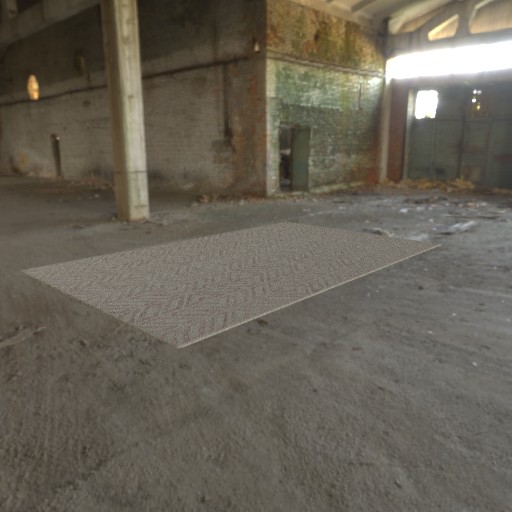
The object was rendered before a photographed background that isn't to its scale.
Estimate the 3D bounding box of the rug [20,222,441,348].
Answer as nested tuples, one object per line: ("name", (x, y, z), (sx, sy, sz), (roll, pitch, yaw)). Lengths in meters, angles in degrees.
("rug", (0.000, 0.000, 2.949), (1.523, 0.008, 2.438), (12, 18, 42))
